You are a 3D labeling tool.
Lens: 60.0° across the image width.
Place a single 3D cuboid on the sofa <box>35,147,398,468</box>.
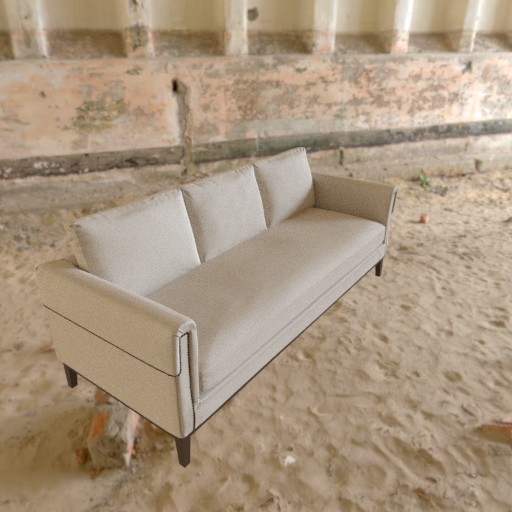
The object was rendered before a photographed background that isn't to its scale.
[{"bbox_3d":[0.000,0.000,2.638,0.902,0.911,2.198,17,31,32],"label":"sofa"}]
